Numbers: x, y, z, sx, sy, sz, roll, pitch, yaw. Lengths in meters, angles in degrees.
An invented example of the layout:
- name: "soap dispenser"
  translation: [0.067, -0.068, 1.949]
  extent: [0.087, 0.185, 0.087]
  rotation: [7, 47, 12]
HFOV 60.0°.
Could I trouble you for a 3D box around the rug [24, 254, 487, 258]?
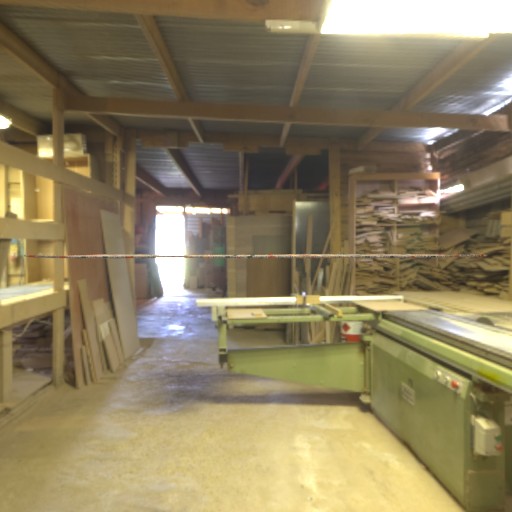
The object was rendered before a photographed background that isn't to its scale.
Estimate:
- name: "rug"
  translation: [0.000, 0.000, 2.355]
  extent: [1.835, 0.017, 1.220]
  rotation: [0, 0, 0]
